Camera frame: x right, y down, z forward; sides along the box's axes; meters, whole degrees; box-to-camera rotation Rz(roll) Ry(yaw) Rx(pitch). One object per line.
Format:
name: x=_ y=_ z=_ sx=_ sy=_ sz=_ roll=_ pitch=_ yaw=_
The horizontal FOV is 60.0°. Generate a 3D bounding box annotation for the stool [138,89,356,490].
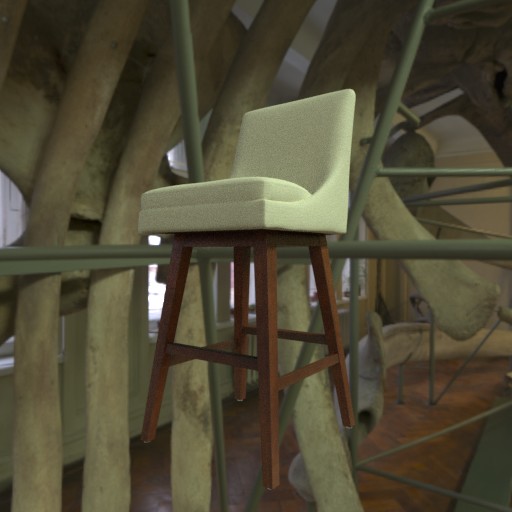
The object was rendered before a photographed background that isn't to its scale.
stool: x=0.000 y=0.000 z=1.377 sx=0.470 sy=1.097 sz=0.559 roll=0 pitch=1 yaw=36
